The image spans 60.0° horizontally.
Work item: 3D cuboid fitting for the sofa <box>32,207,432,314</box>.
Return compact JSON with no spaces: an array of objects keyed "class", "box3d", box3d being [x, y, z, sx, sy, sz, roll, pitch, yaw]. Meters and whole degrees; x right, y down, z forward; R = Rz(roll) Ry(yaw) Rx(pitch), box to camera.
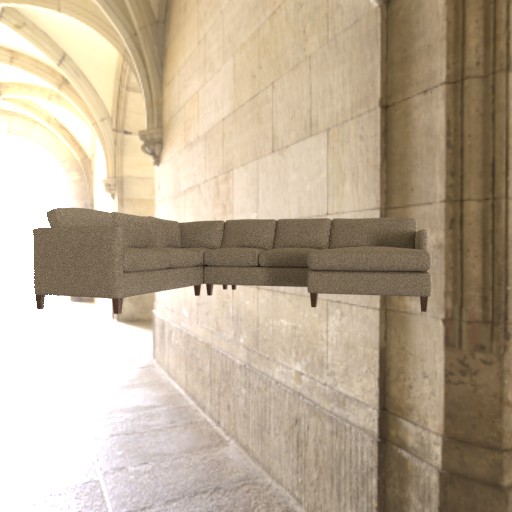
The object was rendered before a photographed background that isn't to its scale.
[{"class":"sofa","box3d":[0.000,0.000,4.664,3.460,0.959,2.593,0,1,18]}]
